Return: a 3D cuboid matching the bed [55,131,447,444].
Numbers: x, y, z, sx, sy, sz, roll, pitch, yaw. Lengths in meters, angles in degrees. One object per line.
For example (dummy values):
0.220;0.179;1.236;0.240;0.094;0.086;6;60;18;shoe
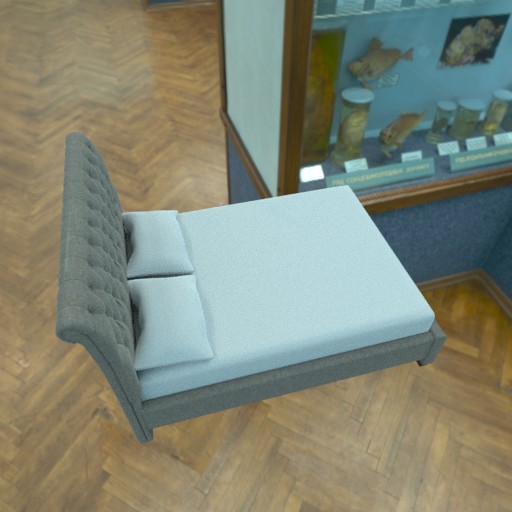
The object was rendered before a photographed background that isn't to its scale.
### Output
0.000;0.000;3.135;2.252;1.371;1.645;-11;47;-10;bed
